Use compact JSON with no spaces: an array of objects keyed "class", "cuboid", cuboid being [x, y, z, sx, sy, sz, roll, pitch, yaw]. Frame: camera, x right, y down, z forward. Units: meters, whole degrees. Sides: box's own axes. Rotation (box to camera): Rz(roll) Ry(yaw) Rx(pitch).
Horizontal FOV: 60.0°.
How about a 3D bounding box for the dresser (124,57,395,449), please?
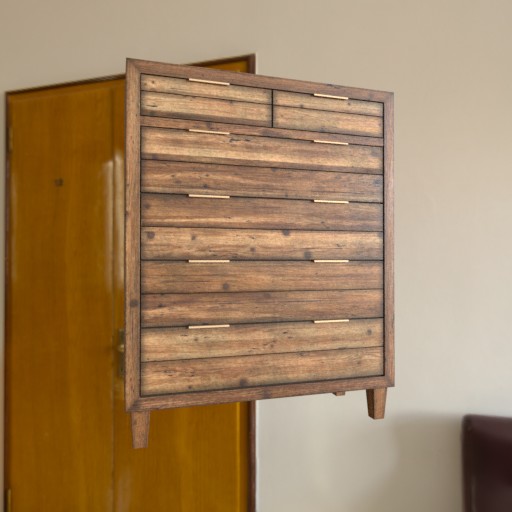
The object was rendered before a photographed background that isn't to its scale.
[{"class":"dresser","cuboid":[0.000,0.000,1.878,1.067,1.359,0.438,0,-1,-17]}]
